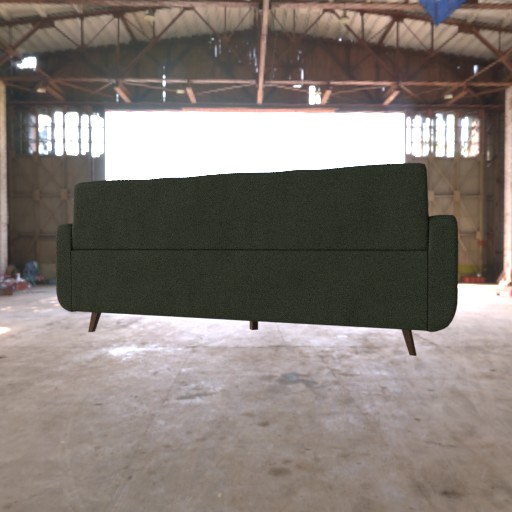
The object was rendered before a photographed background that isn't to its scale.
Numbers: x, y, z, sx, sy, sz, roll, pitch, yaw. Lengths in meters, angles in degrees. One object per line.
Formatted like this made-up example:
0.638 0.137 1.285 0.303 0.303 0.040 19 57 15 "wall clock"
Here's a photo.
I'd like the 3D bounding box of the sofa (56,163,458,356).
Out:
0.000 0.000 2.536 2.029 0.841 0.909 0 1 19 "sofa"
